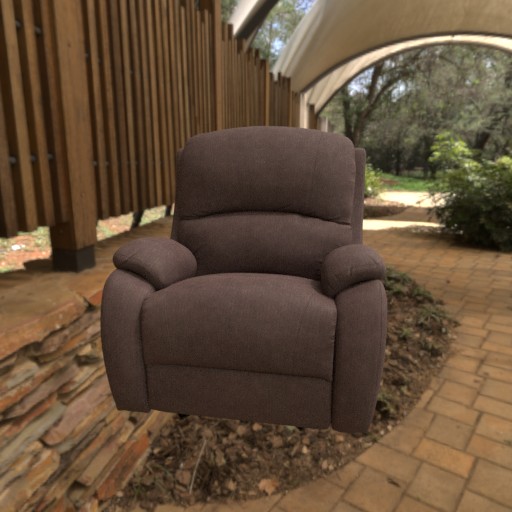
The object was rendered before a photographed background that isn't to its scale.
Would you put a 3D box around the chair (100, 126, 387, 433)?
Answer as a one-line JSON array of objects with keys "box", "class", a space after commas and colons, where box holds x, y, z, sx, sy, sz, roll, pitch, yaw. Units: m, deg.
[{"box": [0.000, 0.000, 1.744, 0.930, 1.011, 0.899, 2, 14, 9], "class": "chair"}]
